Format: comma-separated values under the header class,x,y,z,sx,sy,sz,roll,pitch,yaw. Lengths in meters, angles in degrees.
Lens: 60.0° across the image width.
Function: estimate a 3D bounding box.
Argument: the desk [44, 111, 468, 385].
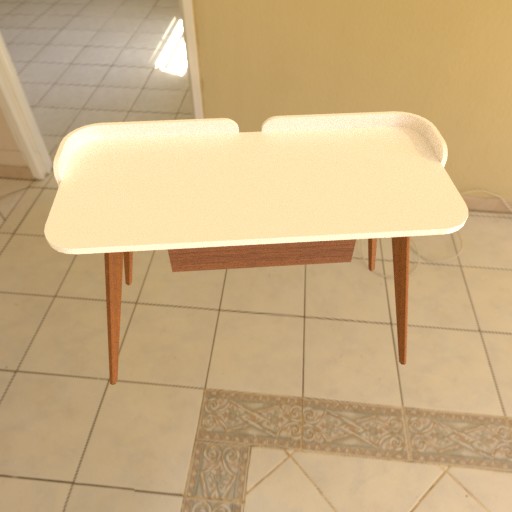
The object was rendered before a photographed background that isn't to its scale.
class,x,y,z,sx,sy,sz,roll,pitch,yaw
desk,0.000,0.000,1.610,1.206,0.807,0.534,-3,47,-3
